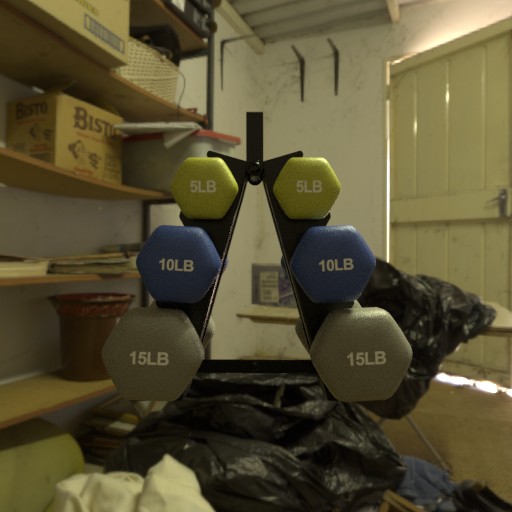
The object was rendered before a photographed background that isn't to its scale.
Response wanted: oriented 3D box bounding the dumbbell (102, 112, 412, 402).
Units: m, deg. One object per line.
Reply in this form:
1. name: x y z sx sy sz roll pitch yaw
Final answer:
1. dumbbell: 0.000 0.000 0.696 0.416 0.426 0.261 0 1 0
